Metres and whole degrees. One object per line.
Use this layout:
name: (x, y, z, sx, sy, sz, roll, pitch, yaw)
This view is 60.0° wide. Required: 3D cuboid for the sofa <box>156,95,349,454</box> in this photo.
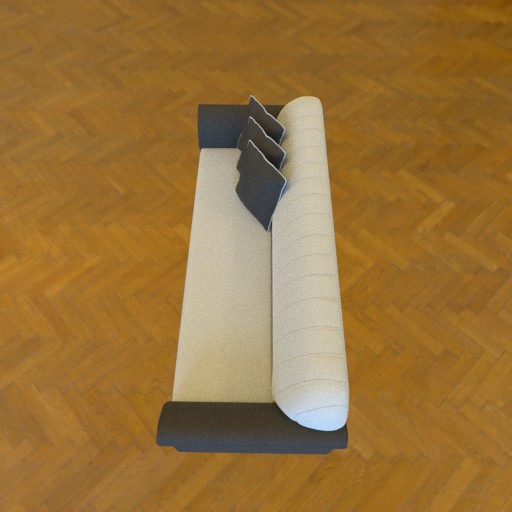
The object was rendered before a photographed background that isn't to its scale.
sofa: (0.000, 0.000, 2.430, 0.755, 0.787, 2.001, 1, 58, 0)
